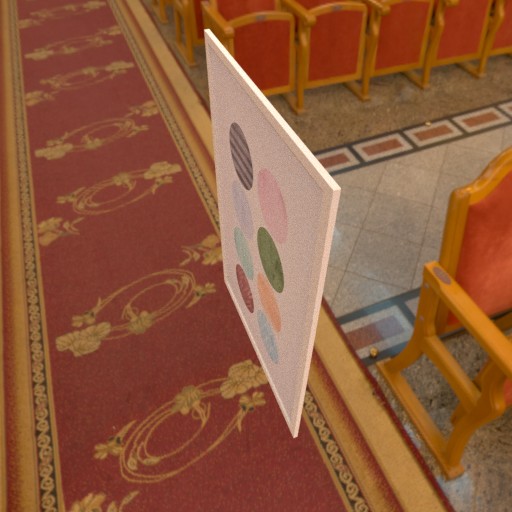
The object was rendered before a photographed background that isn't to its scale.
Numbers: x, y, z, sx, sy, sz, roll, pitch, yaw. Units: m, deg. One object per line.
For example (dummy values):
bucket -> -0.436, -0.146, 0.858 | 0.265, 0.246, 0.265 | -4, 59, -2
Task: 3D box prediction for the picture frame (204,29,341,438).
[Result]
picture frame -> 0.000, 0.000, 1.199 | 0.013, 0.940, 0.659 | -16, 49, -14
